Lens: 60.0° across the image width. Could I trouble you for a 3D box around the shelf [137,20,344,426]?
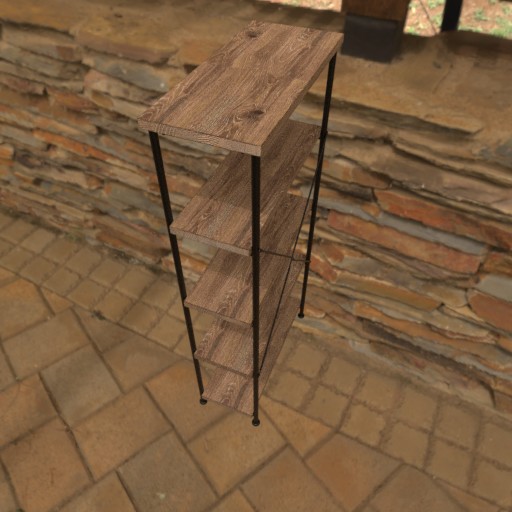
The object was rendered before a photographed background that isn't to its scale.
[{"bbox_3d":[0.000,0.000,2.010,0.360,1.700,0.800,17,49,15],"label":"shelf"}]
